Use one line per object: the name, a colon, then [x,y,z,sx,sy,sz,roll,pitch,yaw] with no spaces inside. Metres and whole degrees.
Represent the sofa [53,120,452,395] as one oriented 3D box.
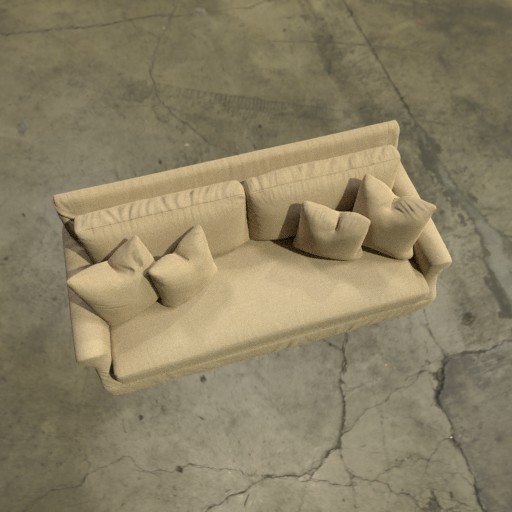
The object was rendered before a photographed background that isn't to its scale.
sofa: [0.000,0.000,2.794,2.285,0.904,1.067,-14,63,-7]
